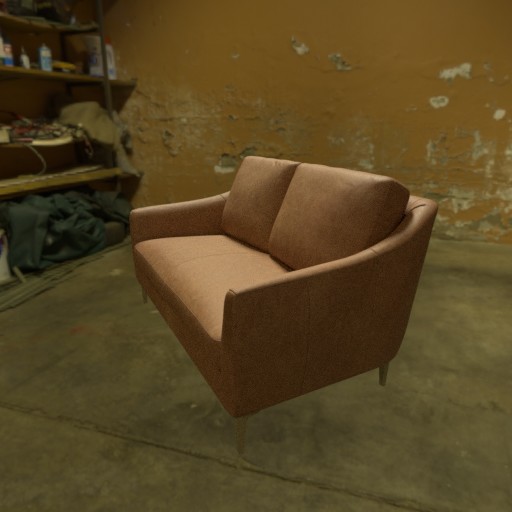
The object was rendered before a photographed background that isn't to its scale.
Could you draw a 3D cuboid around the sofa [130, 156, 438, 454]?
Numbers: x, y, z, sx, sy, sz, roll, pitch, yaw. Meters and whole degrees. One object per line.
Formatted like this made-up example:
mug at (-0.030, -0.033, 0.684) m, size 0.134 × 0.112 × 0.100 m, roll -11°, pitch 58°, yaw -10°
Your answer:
sofa at (0.000, 0.000, 2.210) m, size 0.960 × 0.902 × 1.619 m, roll -8°, pitch 18°, yaw -25°
